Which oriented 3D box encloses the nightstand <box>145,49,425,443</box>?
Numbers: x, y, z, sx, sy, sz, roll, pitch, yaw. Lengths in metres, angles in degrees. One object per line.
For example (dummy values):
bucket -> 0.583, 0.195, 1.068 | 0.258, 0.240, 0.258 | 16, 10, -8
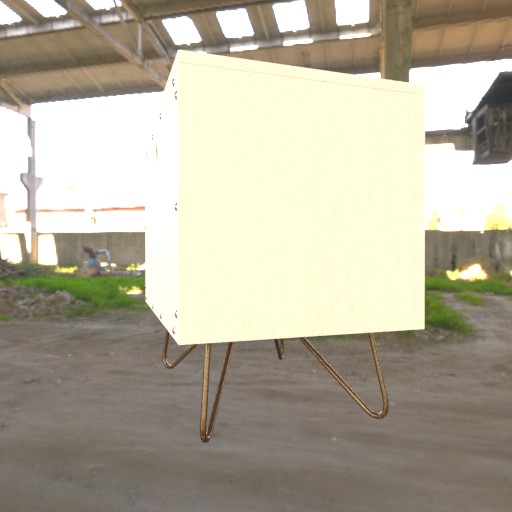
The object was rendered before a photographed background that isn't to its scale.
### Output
nightstand -> 0.000, 0.000, 1.004 | 0.447, 0.604, 0.614 | 0, 0, -18
